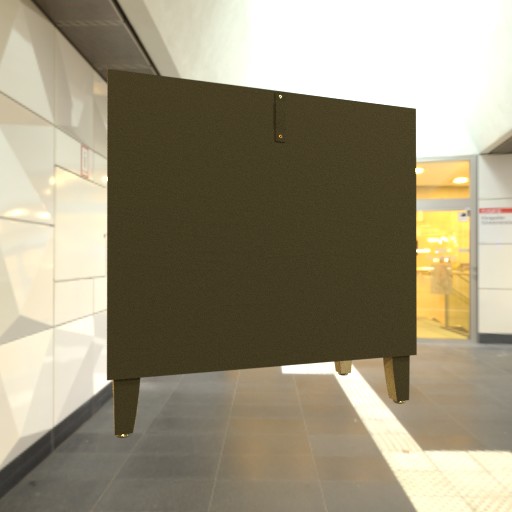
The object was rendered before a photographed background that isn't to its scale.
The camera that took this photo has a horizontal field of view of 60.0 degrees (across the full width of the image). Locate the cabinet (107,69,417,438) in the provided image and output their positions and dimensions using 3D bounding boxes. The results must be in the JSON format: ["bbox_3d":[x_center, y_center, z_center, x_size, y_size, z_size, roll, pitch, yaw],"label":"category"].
[{"bbox_3d":[0.000,0.000,1.227,0.781,0.787,0.370,0,0,-18],"label":"cabinet"}]
